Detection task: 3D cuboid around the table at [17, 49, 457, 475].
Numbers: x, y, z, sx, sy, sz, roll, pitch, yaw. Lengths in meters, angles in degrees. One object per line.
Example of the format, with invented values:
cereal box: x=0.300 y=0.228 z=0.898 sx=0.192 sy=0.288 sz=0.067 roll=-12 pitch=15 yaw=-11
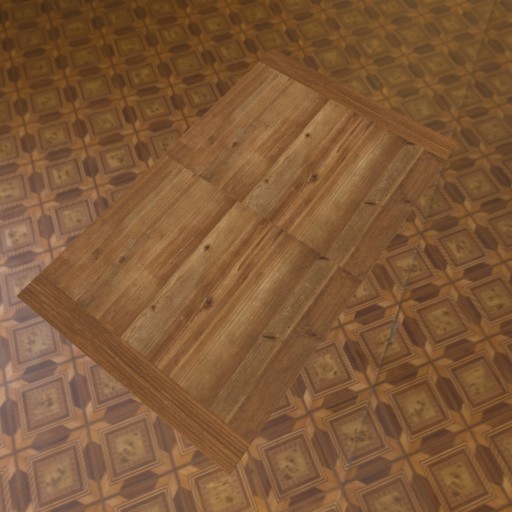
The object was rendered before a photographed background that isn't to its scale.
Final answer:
table: x=0.000 y=0.000 z=1.989 sx=0.922 sy=0.743 sz=1.503 roll=34 pitch=69 yaw=15
